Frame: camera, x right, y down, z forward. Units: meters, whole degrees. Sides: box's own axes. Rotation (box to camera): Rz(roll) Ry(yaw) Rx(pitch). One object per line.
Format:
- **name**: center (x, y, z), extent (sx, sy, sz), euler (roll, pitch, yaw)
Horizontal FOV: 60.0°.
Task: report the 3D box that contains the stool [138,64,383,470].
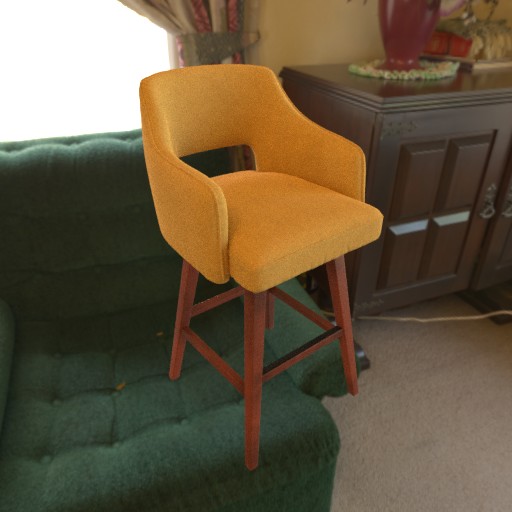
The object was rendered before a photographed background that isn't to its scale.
- **stool**: center (0.000, 0.000, 1.333), extent (0.548, 1.012, 0.558), euler (-22, 36, -33)
